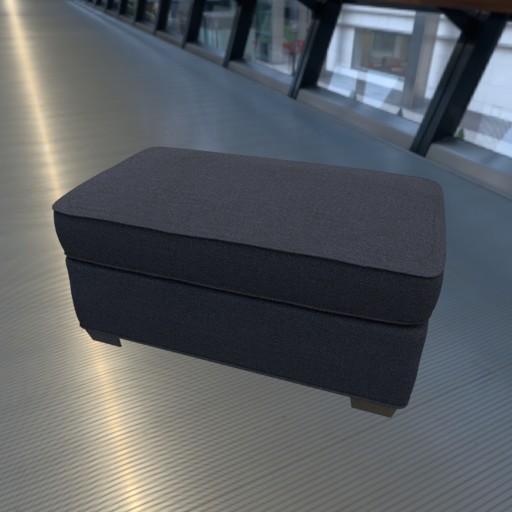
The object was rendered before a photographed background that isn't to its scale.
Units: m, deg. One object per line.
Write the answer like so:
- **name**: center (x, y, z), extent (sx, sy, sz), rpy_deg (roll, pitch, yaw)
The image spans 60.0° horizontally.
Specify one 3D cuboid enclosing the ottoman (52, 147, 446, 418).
- **ottoman**: center (0.000, 0.000, 1.202), extent (0.895, 0.453, 0.505), rpy_deg (10, 33, 16)
